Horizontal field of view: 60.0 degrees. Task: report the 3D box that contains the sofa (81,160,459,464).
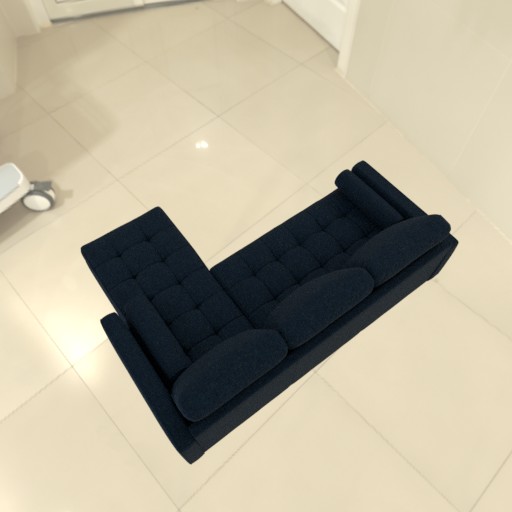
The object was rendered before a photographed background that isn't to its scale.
[{"bbox_3d":[0.000,0.000,3.054,2.185,0.841,1.613,-32,64,-18],"label":"sofa"}]
